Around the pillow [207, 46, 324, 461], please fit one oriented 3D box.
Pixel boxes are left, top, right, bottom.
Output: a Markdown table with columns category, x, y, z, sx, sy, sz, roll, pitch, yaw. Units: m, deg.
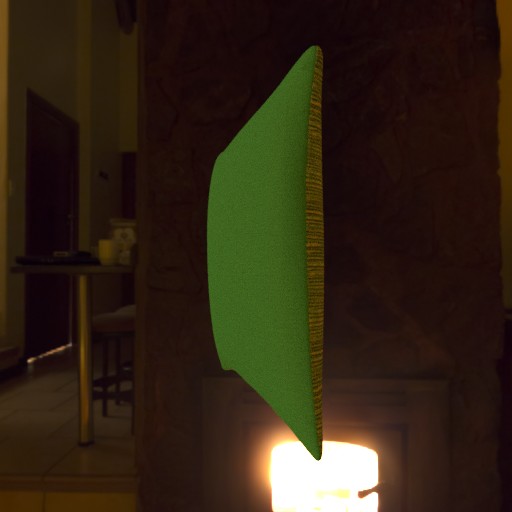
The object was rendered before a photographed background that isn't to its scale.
| category | x | y | z | sx | sy | sz | roll | pitch | yaw |
| --- | --- | --- | --- | --- | --- | --- | --- | --- | --- |
| pillow | 0.000 | 0.000 | 0.765 | 0.150 | 0.497 | 0.514 | 0 | -1 | -17 |
